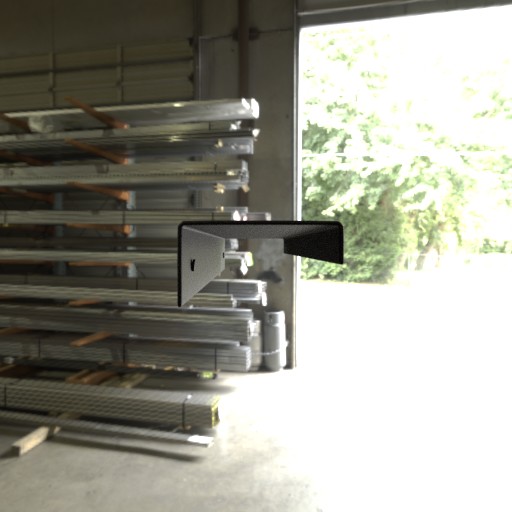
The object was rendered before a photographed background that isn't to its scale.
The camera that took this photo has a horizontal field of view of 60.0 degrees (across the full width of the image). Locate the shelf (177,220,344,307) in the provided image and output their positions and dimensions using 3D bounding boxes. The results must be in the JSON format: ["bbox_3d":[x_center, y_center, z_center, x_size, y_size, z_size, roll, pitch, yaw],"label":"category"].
[{"bbox_3d":[0.000,0.000,0.496,0.102,0.053,0.456,0,1,-1],"label":"shelf"}]
